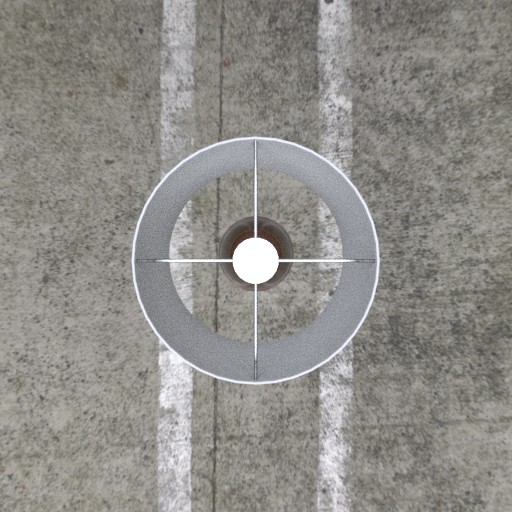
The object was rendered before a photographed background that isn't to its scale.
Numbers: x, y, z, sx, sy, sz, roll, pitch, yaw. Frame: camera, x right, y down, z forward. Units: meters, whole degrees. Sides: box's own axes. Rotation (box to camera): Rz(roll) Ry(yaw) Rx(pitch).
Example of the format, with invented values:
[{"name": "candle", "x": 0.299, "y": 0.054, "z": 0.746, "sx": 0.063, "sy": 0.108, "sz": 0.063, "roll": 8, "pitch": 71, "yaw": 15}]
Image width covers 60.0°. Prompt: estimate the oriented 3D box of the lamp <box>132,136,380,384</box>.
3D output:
[{"name": "lamp", "x": 0.000, "y": 0.000, "z": 0.477, "sx": 0.186, "sy": 0.369, "sz": 0.186, "roll": 0, "pitch": 91, "yaw": 0}]
